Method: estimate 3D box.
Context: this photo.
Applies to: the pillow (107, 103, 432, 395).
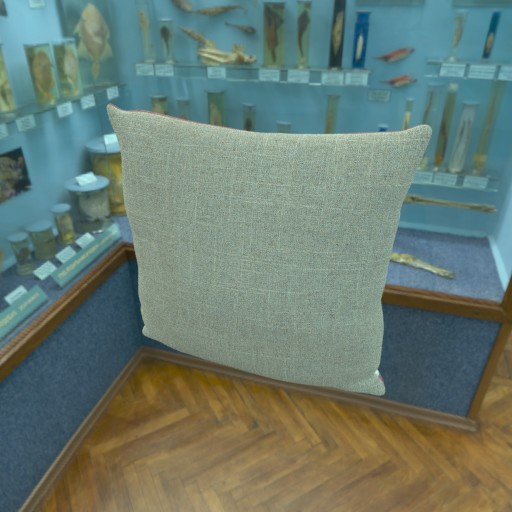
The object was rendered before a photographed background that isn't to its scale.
[{"bbox_3d":[0.000,0.000,0.665,0.439,0.427,0.182,10,33,16],"label":"pillow"}]
